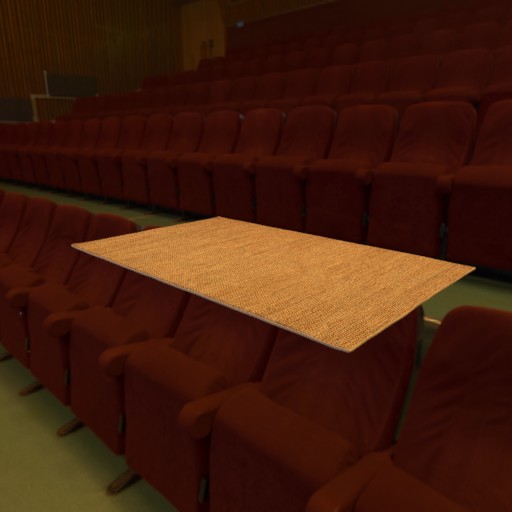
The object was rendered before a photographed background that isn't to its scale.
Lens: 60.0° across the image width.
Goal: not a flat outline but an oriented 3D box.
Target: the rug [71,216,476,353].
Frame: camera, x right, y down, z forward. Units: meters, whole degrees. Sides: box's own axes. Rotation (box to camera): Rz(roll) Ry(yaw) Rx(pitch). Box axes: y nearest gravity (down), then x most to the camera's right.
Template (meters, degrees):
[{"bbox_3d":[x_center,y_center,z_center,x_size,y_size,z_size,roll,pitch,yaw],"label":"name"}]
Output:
[{"bbox_3d":[0.000,0.000,3.104,2.438,0.034,1.521,15,22,41],"label":"rug"}]
